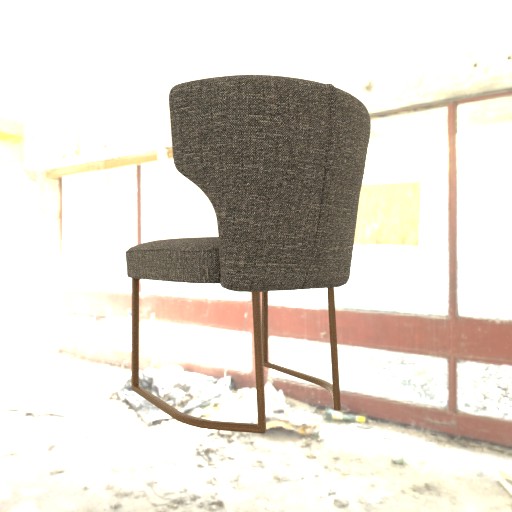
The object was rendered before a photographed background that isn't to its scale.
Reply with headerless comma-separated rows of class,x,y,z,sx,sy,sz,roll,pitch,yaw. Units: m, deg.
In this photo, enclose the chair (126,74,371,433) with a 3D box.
chair,0.000,0.000,1.271,0.611,0.824,0.617,0,0,-36
